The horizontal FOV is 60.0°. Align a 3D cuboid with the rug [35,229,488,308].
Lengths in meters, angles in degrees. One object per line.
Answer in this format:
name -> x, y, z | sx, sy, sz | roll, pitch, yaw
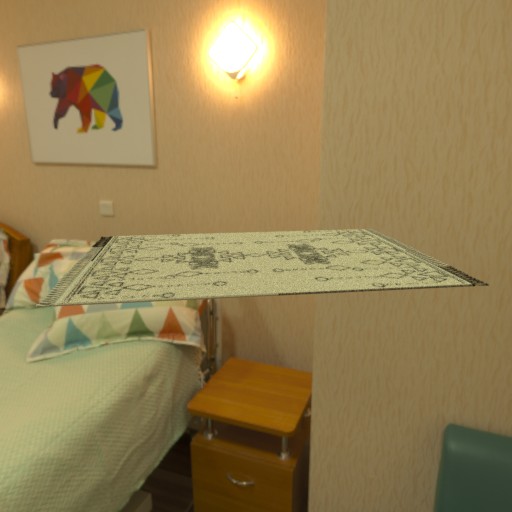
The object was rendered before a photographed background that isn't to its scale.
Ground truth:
rug -> 0.000, 0.000, 2.995 | 2.312, 0.013, 1.600 | -2, 14, -8
